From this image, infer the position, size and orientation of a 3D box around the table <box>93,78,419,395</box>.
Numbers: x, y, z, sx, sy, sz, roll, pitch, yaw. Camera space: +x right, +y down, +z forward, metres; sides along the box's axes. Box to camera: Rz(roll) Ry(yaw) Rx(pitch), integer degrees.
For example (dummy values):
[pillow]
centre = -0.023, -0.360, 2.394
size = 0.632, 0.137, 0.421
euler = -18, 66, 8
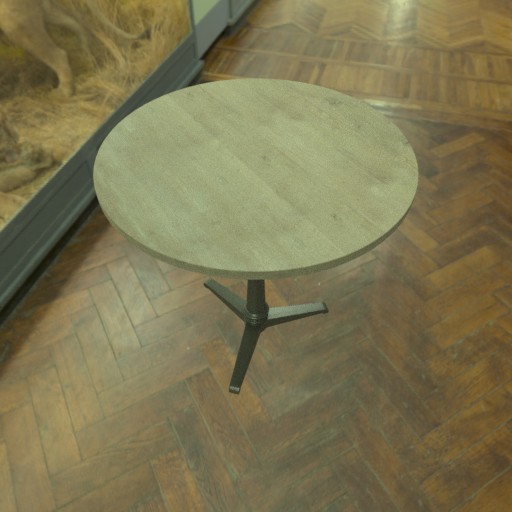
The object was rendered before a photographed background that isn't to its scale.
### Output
[table]
centre = 0.000, 0.000, 1.408
size = 0.800, 0.780, 0.800
euler = 0, 47, 0
